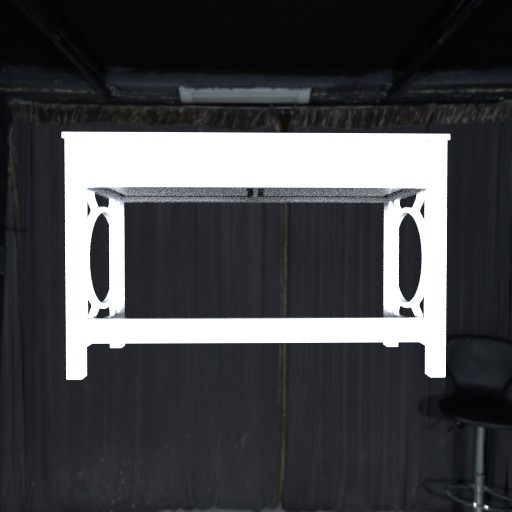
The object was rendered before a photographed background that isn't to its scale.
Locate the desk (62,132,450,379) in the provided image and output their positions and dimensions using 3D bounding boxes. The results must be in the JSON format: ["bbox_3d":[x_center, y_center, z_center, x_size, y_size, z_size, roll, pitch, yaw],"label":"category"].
[{"bbox_3d":[0.000,0.000,1.614,1.191,0.762,0.504,0,1,-1],"label":"desk"}]
